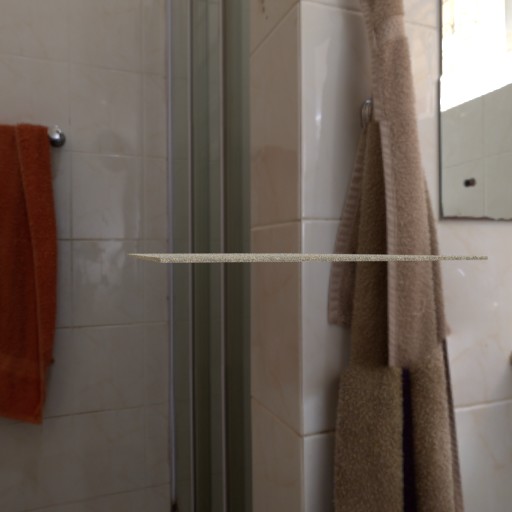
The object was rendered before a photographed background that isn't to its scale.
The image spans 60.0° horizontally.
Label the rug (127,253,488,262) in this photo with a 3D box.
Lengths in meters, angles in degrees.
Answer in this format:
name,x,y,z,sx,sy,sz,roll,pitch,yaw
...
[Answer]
name,x,y,z,sx,sy,sz,roll,pitch,yaw
rug,0.000,0.000,2.918,1.532,0.018,2.297,0,1,-19
